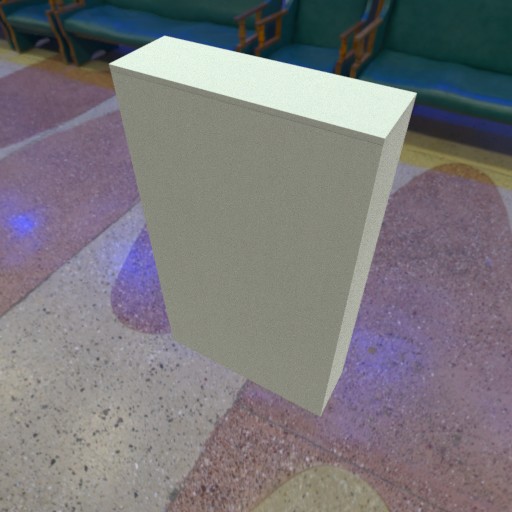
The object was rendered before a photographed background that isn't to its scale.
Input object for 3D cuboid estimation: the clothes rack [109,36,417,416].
[{"bbox_3d":[0.000,0.000,1.566,0.750,1.280,0.250,22,49,20],"label":"clothes rack"}]
